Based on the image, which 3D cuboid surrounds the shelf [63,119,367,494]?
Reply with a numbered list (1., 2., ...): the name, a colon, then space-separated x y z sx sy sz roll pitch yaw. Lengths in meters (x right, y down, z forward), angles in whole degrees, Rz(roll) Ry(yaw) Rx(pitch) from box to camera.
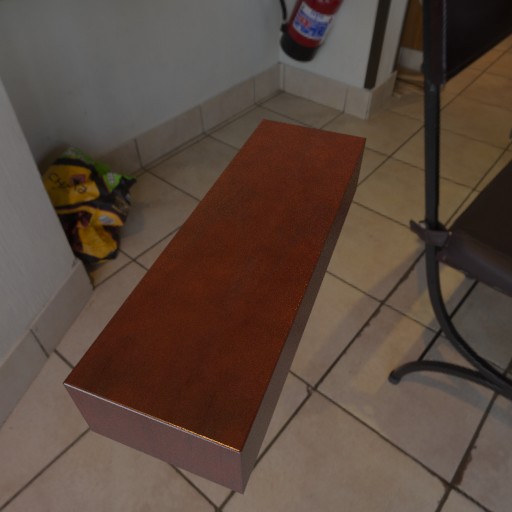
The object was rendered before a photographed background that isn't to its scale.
1. shelf: 0.000 0.000 0.513 0.152 0.088 0.457 15 47 15
